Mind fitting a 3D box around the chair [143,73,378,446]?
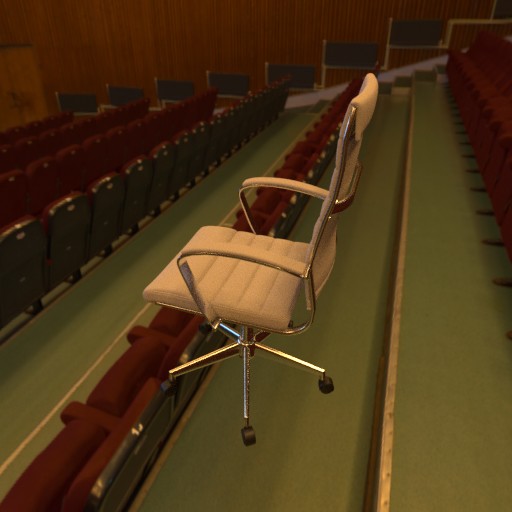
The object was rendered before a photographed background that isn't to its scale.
[{"bbox_3d":[0.000,0.000,1.536,0.667,1.149,0.679,9,32,15],"label":"chair"}]
